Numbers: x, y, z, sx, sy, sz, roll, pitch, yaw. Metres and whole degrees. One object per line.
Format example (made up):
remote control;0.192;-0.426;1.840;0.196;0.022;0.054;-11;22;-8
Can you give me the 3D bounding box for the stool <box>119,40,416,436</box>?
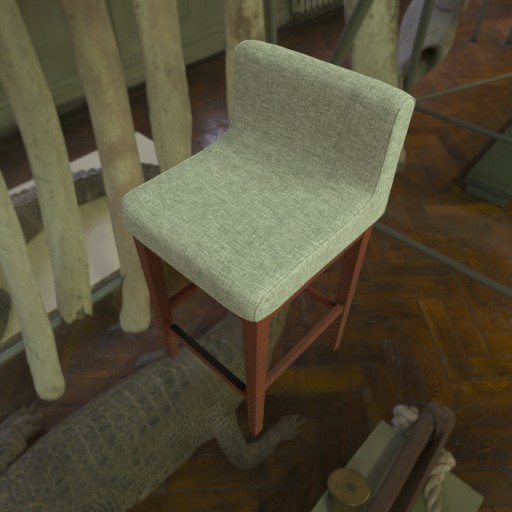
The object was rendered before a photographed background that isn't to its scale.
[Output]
stool;0.000;0.000;1.094;0.417;0.835;0.459;34;54;28
